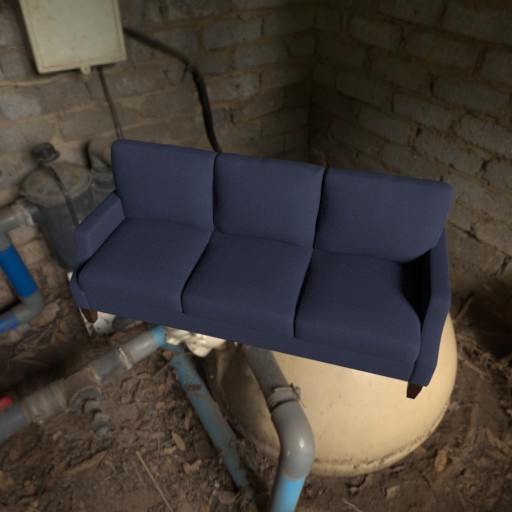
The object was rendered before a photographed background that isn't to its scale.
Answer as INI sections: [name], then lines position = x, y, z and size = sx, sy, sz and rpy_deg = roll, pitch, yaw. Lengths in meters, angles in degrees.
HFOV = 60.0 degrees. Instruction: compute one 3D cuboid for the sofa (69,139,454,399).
[sofa]
position = 0.000, 0.000, 2.631
size = 2.115, 0.984, 0.888
rpy_deg = 10, 41, 12
